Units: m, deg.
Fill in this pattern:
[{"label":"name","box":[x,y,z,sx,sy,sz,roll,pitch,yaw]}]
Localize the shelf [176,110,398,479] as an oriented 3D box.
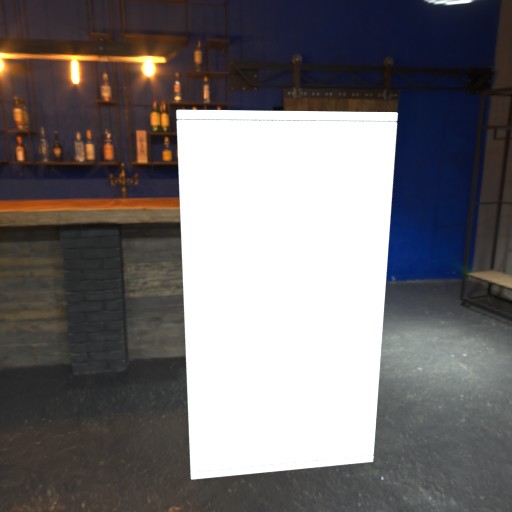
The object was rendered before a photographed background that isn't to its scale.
[{"label":"shelf","box":[0.000,0.000,1.292,0.396,0.732,0.895,-2,14,-8]}]
